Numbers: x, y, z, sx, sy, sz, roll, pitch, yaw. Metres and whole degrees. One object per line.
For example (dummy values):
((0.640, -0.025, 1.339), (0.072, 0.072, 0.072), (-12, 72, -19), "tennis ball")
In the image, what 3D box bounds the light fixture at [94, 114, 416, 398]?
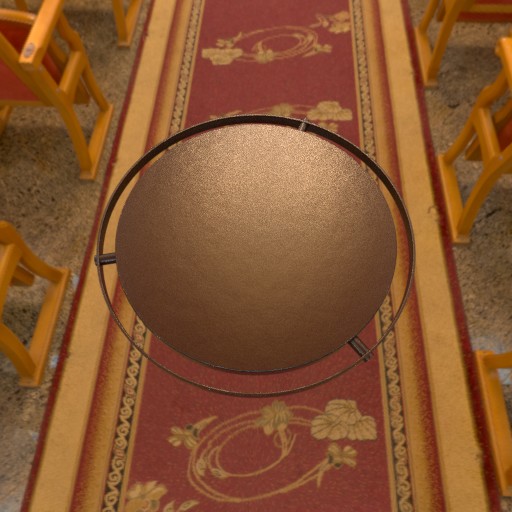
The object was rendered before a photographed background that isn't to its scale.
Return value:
((0.000, 0.000, 0.560), (0.361, 0.130, 0.361), (0, 64, 0), "light fixture")
